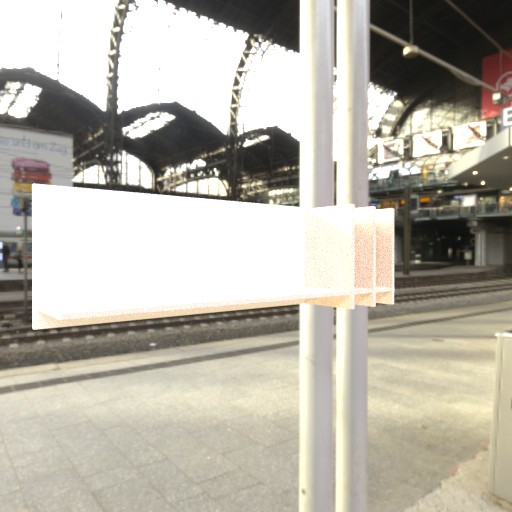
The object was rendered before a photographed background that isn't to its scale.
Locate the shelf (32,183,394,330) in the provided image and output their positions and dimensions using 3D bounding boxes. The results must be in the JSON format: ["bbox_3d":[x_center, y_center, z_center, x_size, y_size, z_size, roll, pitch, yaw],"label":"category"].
[{"bbox_3d":[0.000,0.000,1.154,1.020,0.300,0.200,0,0,-38],"label":"shelf"}]
